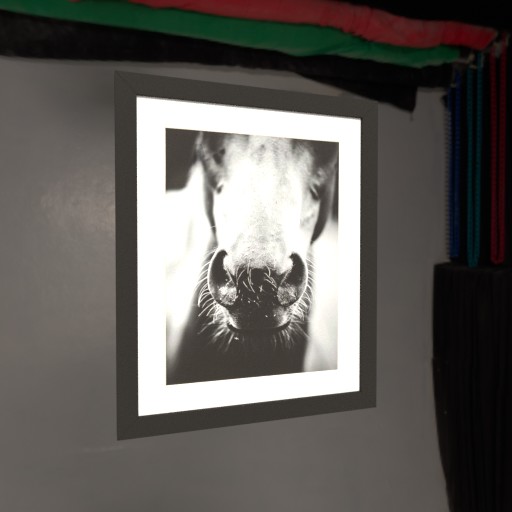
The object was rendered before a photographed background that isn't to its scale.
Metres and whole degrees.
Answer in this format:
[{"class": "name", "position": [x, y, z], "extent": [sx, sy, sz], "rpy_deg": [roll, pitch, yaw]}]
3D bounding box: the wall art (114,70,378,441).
[{"class": "wall art", "position": [0.000, 0.000, 0.545], "extent": [0.329, 0.404, 0.024], "rpy_deg": [0, 1, -18]}]
